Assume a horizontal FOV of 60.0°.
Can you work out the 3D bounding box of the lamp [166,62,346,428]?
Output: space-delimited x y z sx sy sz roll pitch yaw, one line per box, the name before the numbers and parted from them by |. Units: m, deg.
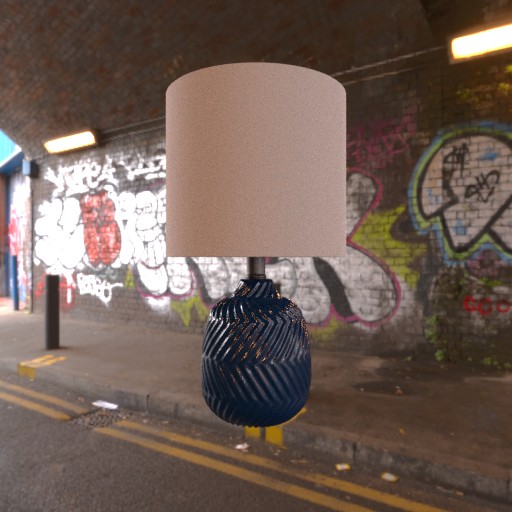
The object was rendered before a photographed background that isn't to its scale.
lamp | 0.000 0.000 0.509 0.203 0.368 0.203 0 0 -17
